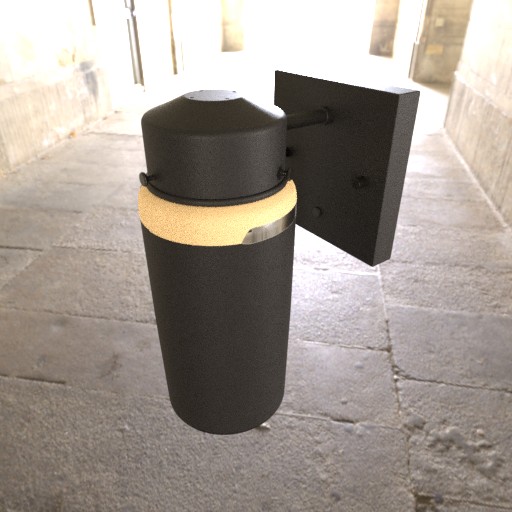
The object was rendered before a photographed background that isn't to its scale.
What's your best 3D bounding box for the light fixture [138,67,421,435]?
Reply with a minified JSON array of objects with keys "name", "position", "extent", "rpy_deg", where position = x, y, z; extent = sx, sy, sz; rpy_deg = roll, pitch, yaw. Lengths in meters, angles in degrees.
[{"name":"light fixture","position":[0.000,0.000,0.359],"extent":[0.176,0.257,0.130],"rpy_deg":[-20,36,-30]}]
